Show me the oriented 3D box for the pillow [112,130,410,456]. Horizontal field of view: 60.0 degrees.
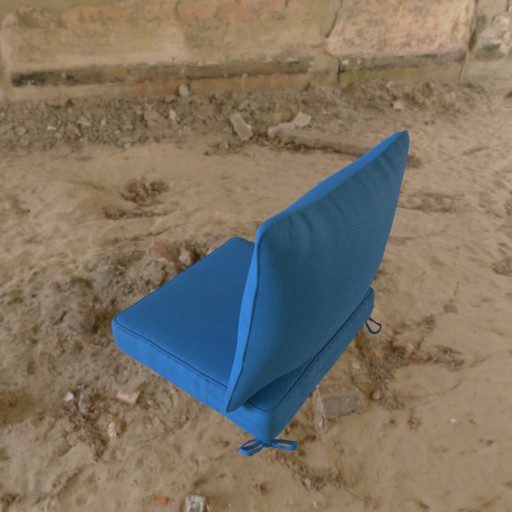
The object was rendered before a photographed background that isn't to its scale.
[{"bbox_3d":[0.000,0.000,1.393,0.733,0.725,0.798,22,39,29],"label":"pillow"}]
